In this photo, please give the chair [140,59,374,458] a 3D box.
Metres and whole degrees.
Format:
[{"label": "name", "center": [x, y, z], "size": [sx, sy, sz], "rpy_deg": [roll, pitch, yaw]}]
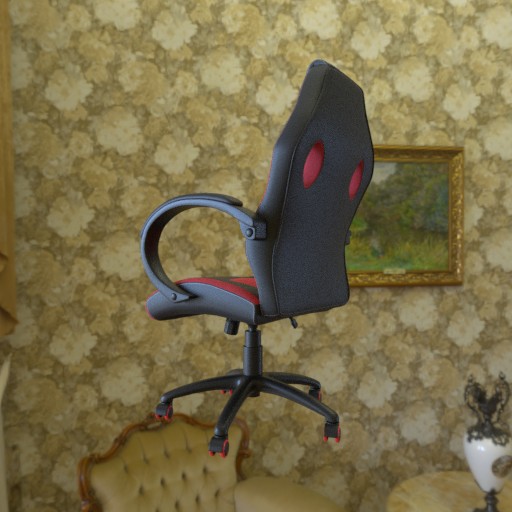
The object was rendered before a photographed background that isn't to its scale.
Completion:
[{"label": "chair", "center": [0.000, 0.000, 1.610], "size": [0.724, 1.187, 0.673], "rpy_deg": [0, 0, 36]}]
